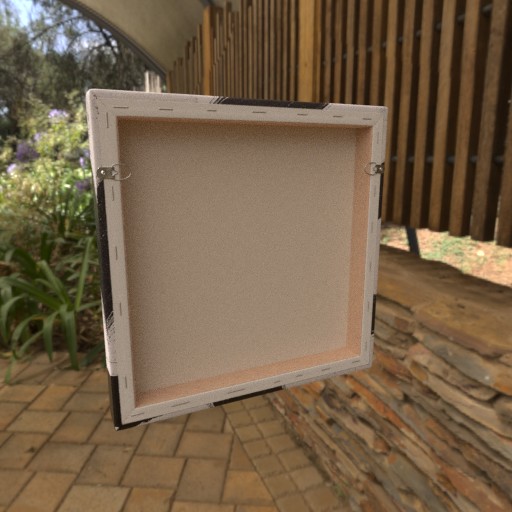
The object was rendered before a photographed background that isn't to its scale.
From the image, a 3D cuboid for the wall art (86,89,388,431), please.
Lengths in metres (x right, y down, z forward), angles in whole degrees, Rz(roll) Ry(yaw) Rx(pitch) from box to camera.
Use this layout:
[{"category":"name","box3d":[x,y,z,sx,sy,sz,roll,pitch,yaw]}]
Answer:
[{"category":"wall art","box3d":[0.000,0.000,0.761,0.507,0.508,0.050,-6,14,-25]}]
